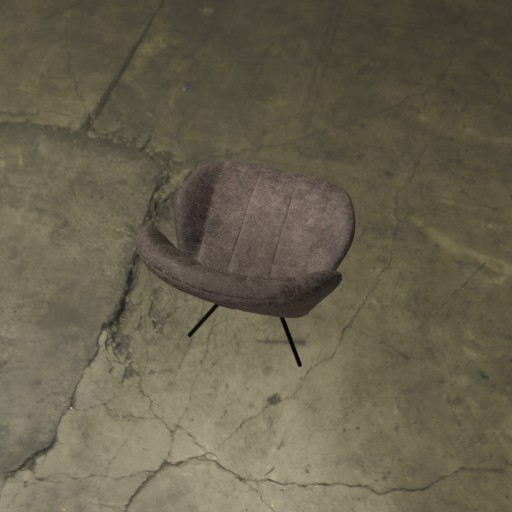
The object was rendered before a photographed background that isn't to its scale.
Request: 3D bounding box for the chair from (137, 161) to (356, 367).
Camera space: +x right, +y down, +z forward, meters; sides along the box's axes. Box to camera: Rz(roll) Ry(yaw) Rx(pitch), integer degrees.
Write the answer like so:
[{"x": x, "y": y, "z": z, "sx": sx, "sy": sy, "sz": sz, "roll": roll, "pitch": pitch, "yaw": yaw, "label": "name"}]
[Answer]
[{"x": 0.000, "y": 0.000, "z": 1.341, "sx": 0.527, "sy": 0.934, "sz": 0.640, "roll": 14, "pitch": 64, "yaw": 7, "label": "chair"}]
